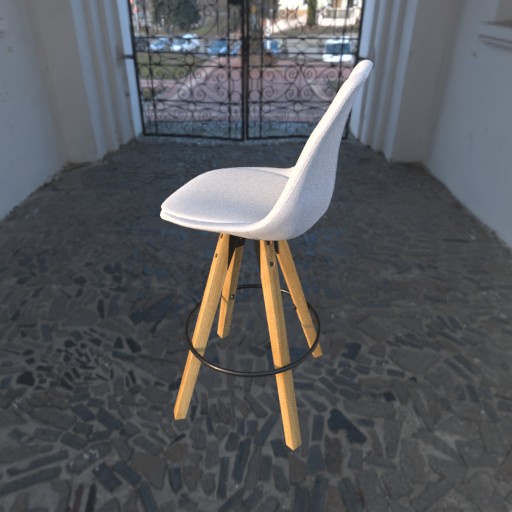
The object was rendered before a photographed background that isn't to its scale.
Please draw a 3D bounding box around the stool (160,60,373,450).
[{"bbox_3d":[0.000,0.000,1.375,0.550,1.115,0.484,9,32,14],"label":"stool"}]
